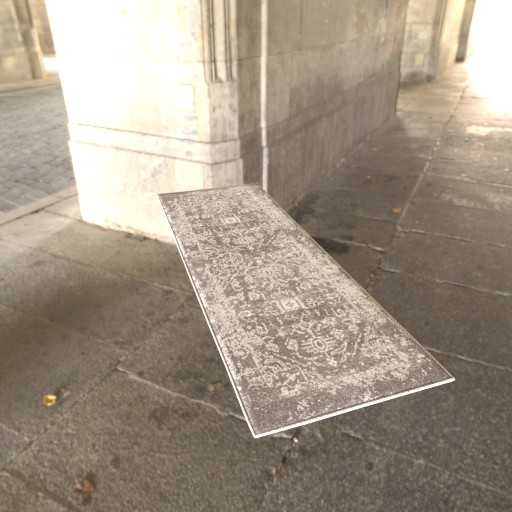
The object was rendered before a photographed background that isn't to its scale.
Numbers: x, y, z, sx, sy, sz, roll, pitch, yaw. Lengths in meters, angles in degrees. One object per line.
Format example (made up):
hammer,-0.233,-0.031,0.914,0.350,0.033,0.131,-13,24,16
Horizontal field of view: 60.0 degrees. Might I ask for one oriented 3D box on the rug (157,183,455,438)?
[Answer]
rug,0.000,0.000,2.659,0.855,0.017,2.452,-9,30,-16
